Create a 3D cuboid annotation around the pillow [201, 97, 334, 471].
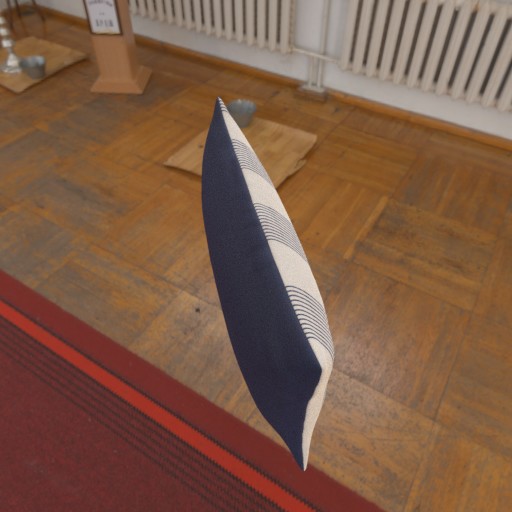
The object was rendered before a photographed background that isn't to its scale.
[{"bbox_3d":[0.000,0.000,0.746,0.151,0.287,0.610,-9,46,-9],"label":"pillow"}]
